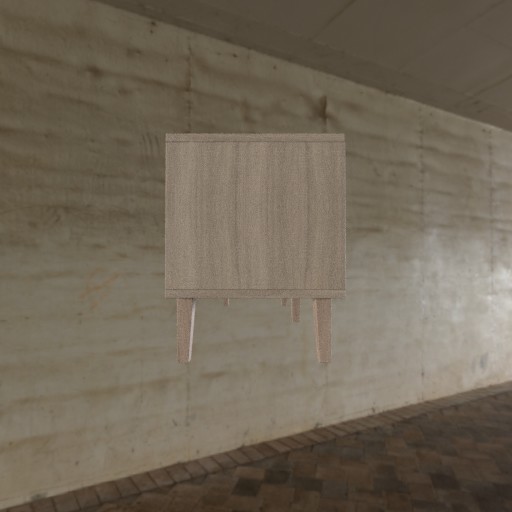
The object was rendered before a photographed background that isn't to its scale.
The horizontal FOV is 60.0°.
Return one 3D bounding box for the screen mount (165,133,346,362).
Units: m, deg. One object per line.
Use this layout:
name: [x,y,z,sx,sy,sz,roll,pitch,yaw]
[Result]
screen mount: [0.000,0.000,1.726,0.401,0.509,1.500,0,-1,0]
